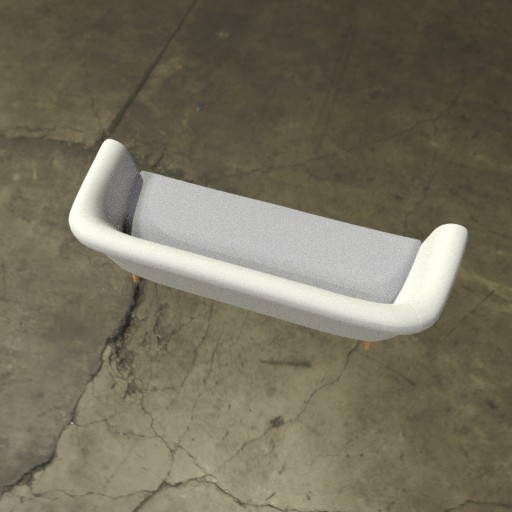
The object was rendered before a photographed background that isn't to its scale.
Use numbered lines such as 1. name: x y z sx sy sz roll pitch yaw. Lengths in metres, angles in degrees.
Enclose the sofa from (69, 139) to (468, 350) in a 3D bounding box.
1. sofa: 0.000 0.000 2.534 2.160 0.795 0.827 15 62 8
